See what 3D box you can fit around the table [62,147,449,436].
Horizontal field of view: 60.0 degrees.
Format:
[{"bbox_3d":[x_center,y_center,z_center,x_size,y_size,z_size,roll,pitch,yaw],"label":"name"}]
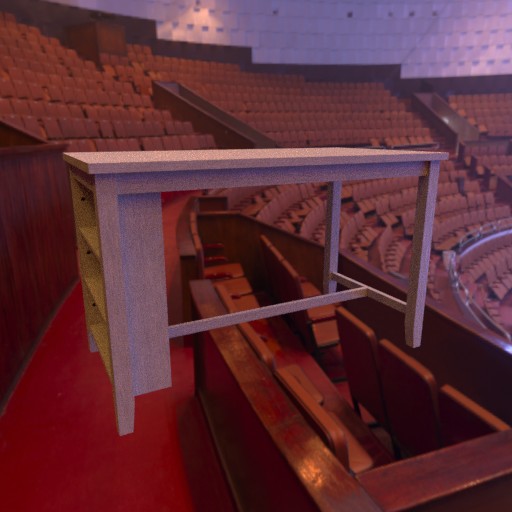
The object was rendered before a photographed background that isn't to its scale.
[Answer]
[{"bbox_3d":[0.000,0.000,1.924,1.397,0.874,0.729,-8,17,-27],"label":"table"}]
